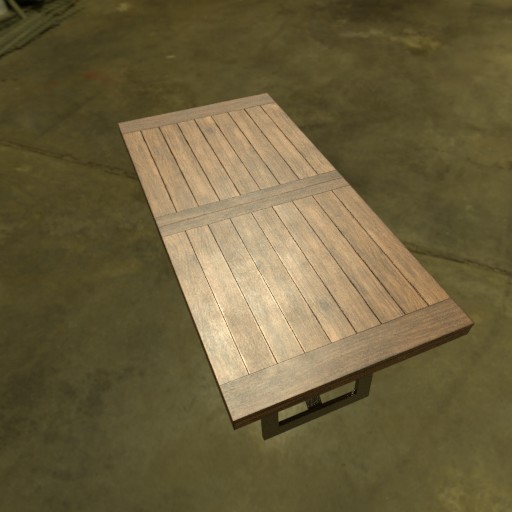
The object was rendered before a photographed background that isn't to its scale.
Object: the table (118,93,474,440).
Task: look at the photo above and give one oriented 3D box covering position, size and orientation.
[{"bbox_3d":[0.000,0.000,2.342,0.931,0.757,1.867,-17,49,-15],"label":"table"}]
